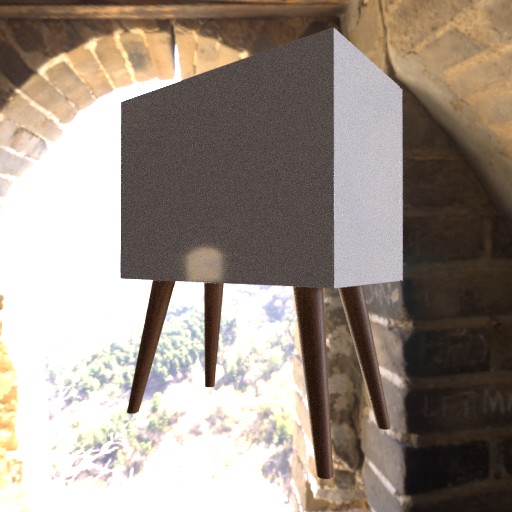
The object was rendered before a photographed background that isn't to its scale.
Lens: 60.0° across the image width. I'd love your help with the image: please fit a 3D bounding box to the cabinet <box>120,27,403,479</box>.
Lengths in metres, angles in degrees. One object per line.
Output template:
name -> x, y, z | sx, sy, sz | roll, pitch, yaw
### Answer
cabinet -> 0.000, 0.000, 1.063 | 0.591, 0.772, 0.344 | 0, 0, 37
